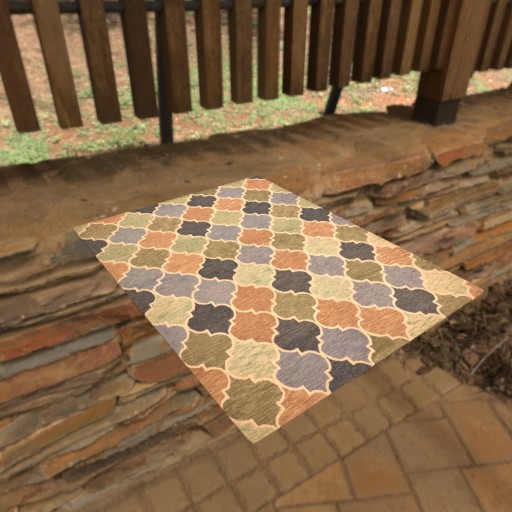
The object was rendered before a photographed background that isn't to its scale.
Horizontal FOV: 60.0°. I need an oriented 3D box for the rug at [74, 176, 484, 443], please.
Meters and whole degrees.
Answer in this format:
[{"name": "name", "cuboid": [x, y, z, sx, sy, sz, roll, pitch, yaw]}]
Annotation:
[{"name": "rug", "cuboid": [0.000, 0.000, 4.206, 2.439, 0.013, 3.200, -22, 38, -30]}]
